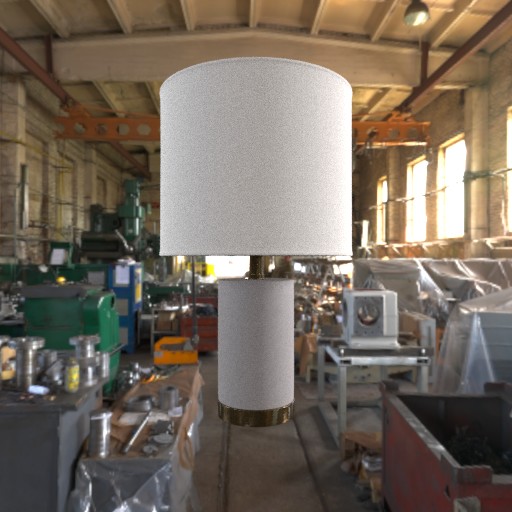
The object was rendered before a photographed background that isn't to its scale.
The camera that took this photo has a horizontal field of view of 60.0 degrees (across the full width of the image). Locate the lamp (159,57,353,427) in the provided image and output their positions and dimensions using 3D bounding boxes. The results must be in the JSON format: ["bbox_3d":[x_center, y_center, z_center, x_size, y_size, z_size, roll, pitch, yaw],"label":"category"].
[{"bbox_3d":[0.000,0.000,0.538,0.229,0.380,0.229,0,0,0],"label":"lamp"}]
